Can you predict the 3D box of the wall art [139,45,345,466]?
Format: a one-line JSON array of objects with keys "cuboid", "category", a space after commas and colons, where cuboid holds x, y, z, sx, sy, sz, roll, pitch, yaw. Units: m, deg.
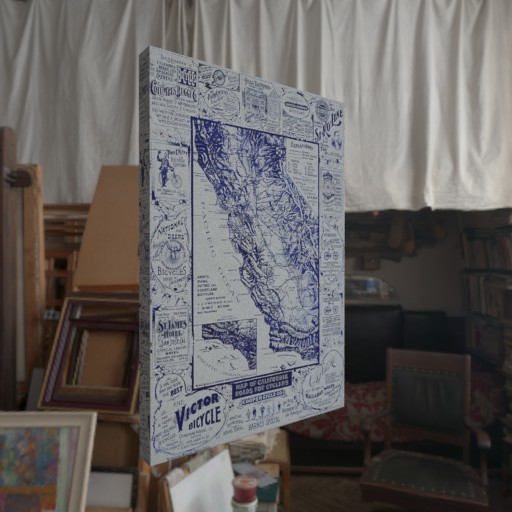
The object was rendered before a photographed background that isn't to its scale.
[{"cuboid": [0.000, 0.000, 0.481, 0.255, 0.376, 0.025, 0, 1, -37], "category": "wall art"}]
